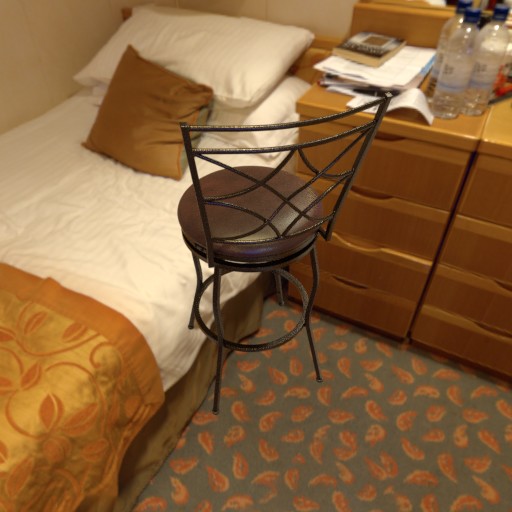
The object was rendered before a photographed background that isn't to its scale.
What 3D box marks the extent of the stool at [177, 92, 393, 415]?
[{"bbox_3d":[0.000,0.000,1.366,0.434,1.117,0.534,-13,43,-14],"label":"stool"}]
